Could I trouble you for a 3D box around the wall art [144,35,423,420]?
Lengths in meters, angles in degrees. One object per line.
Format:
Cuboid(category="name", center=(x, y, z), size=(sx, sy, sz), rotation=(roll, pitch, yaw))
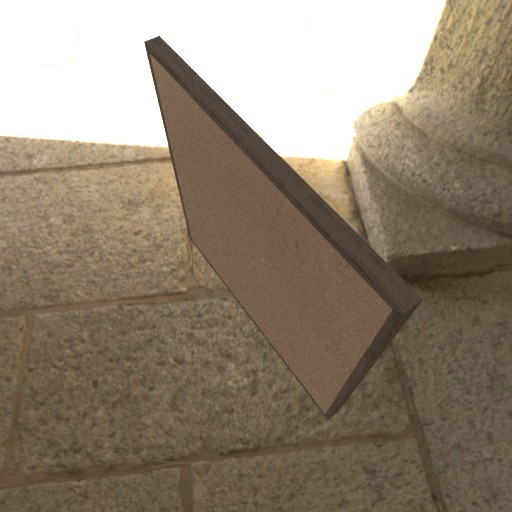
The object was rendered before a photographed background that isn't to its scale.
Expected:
Cuboid(category="wall art", center=(0.000, 0.000, 1.108), size=(0.038, 0.762, 0.762), rotation=(-32, 64, -17))
